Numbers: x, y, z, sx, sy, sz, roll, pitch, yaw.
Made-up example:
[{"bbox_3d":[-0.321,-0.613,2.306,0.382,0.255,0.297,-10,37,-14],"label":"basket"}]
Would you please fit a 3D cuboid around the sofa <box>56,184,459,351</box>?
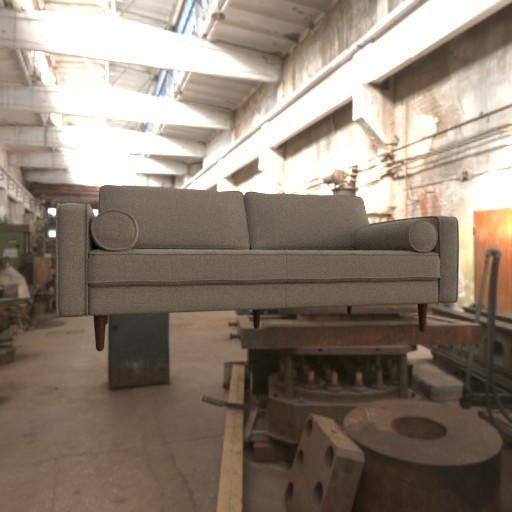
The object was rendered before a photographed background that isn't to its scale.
[{"bbox_3d":[0.000,0.000,2.350,1.879,0.762,0.914,0,0,-17],"label":"sofa"}]
